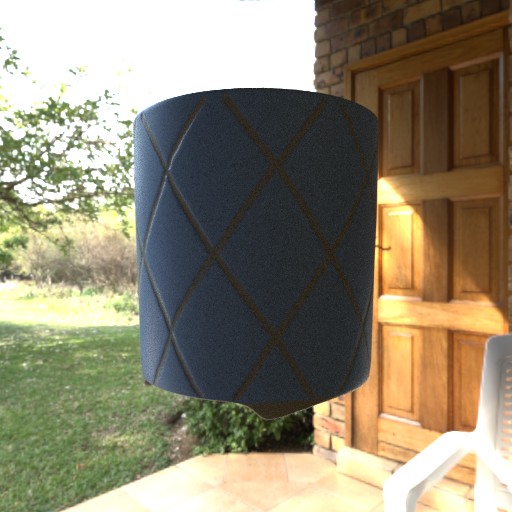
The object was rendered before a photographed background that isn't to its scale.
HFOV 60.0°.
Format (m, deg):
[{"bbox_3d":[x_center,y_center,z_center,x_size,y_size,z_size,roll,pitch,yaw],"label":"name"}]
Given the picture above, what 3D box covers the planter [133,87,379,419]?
[{"bbox_3d":[0.000,0.000,0.355,0.191,0.200,0.191,0,0,0],"label":"planter"}]
